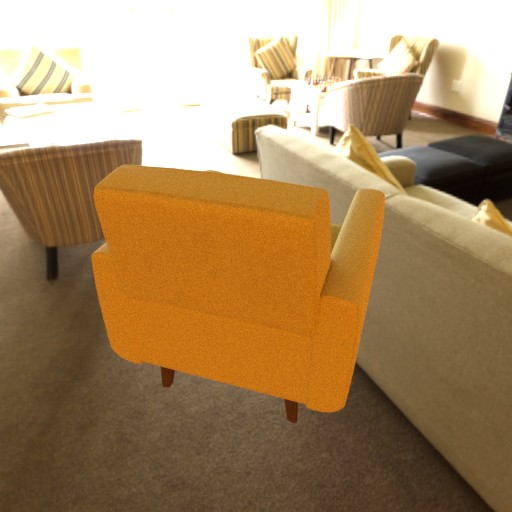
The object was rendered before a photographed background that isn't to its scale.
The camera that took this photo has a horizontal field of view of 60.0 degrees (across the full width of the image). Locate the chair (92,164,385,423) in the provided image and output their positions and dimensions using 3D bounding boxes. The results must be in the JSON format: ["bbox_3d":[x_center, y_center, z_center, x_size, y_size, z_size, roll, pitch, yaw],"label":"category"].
[{"bbox_3d":[0.000,0.000,1.612,0.831,0.841,0.909,10,32,16],"label":"chair"}]
